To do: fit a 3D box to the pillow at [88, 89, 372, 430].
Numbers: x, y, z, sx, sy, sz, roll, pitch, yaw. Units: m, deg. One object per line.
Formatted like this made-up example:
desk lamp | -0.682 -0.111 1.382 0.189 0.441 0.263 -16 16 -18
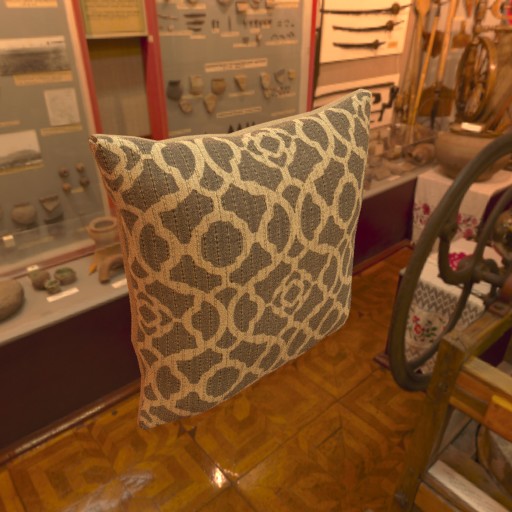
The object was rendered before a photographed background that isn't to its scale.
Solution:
pillow | 0.000 0.000 0.770 0.508 0.498 0.215 -22 36 -33
